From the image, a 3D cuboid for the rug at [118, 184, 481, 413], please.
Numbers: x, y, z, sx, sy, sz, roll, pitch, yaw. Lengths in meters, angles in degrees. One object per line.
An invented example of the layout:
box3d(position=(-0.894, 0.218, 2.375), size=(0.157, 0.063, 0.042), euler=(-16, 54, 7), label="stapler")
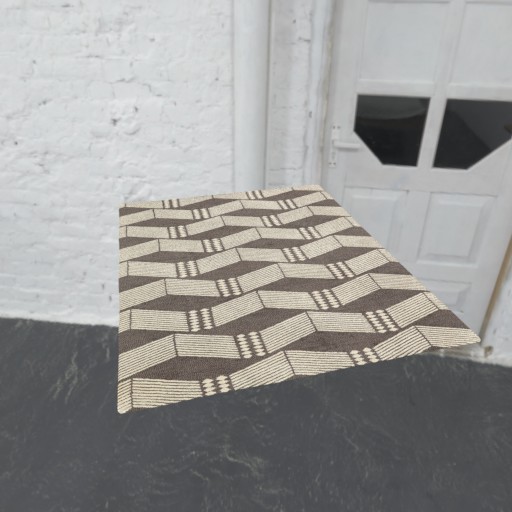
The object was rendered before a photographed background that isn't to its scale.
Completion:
box3d(position=(0.000, 0.000, 4.067), size=(2.438, 0.016, 3.048), euler=(-8, 31, -13), label="rug")
